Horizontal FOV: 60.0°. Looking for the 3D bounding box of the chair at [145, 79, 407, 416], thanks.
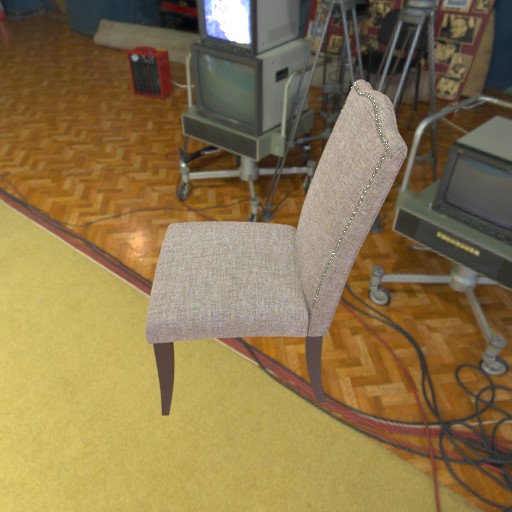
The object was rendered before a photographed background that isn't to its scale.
[{"bbox_3d":[0.000,0.000,1.409,0.660,1.016,0.513,0,40,-1],"label":"chair"}]
